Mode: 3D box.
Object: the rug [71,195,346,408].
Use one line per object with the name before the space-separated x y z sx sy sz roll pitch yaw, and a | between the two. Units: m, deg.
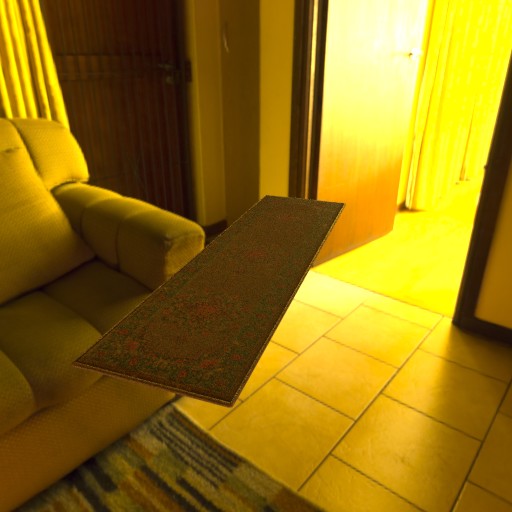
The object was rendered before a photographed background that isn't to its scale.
rug | 0.000 0.000 2.542 0.659 0.019 2.297 9 26 18
